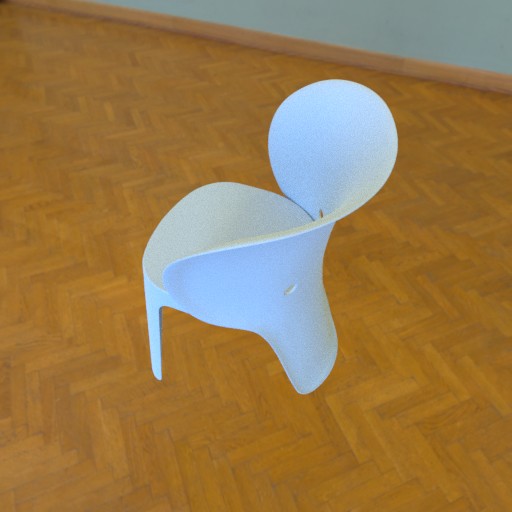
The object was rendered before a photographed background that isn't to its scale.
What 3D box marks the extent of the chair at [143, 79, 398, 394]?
[{"bbox_3d":[0.000,0.000,0.847,0.402,0.554,0.451,17,50,14],"label":"chair"}]
